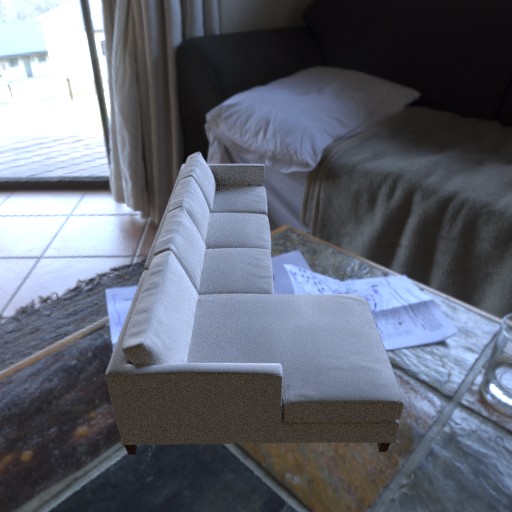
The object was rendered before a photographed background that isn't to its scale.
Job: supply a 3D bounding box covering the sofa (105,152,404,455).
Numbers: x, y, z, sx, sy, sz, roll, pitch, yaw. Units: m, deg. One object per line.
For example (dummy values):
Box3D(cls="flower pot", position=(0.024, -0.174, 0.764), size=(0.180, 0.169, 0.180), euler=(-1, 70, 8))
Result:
Box3D(cls="sofa", position=(0.000, 0.000, 3.763), size=(1.625, 0.861, 3.186), euler=(0, 32, -1))
